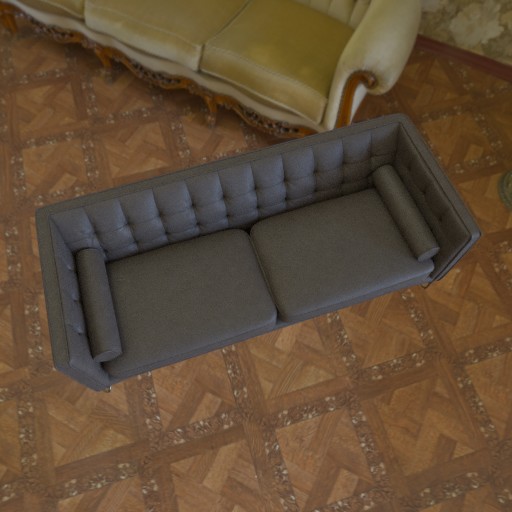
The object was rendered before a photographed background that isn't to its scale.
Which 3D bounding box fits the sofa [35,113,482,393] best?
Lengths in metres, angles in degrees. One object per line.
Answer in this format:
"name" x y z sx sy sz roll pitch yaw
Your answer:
"sofa" 0.000 0.000 2.514 2.087 0.789 0.867 -17 65 -8
